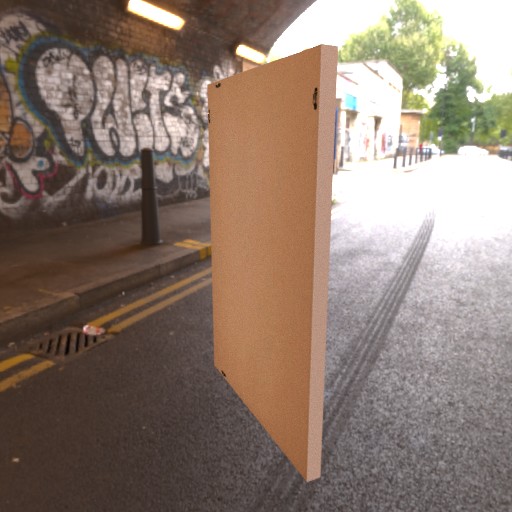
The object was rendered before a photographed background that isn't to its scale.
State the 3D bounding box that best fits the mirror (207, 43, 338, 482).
[{"bbox_3d":[0.000,0.000,1.166,0.041,0.915,0.609,-7,16,-24],"label":"mirror"}]
